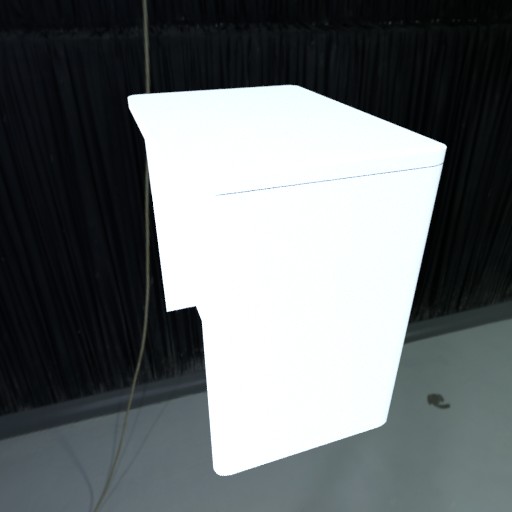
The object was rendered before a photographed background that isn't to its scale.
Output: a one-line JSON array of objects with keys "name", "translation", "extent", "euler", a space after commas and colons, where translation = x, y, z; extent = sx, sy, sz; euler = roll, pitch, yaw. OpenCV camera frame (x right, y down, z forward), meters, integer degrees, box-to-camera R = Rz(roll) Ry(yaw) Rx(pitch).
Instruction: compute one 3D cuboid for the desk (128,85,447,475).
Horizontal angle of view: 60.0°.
[{"name": "desk", "translation": [0.000, 0.000, 1.294], "extent": [0.549, 0.800, 0.762], "euler": [-10, 32, -17]}]
